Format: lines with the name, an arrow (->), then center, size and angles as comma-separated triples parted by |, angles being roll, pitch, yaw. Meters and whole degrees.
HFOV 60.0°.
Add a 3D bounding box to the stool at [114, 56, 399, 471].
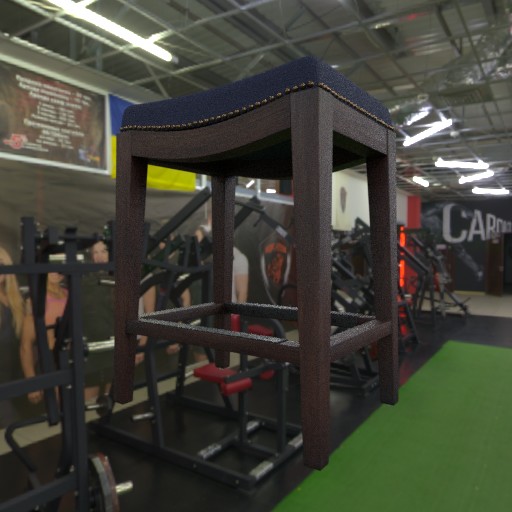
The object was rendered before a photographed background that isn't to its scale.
stool -> 0.000, 0.000, 0.949 | 0.500, 0.642, 0.361 | 1, 2, 36
